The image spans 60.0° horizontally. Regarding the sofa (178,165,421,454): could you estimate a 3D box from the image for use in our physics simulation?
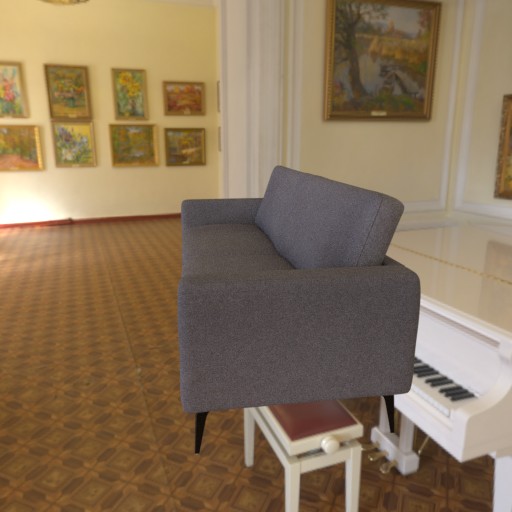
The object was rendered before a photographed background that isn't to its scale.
[{"bbox_3d":[0.000,0.000,2.288,0.774,0.828,1.925,-2,15,-9],"label":"sofa"}]
